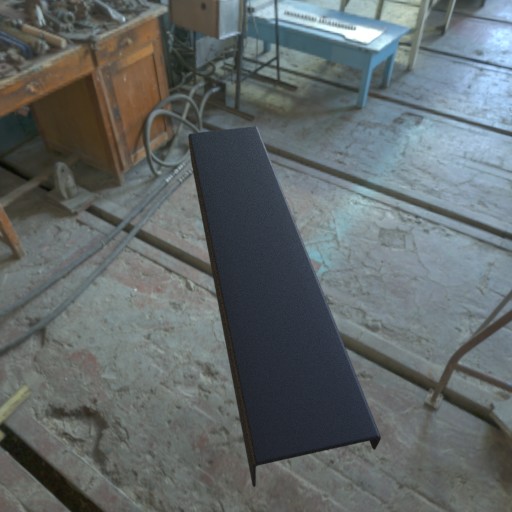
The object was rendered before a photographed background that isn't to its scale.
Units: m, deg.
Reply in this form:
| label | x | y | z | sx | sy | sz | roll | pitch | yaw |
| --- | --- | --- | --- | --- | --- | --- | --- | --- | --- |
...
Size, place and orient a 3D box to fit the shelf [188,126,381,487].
| label | x | y | z | sx | sy | sz | roll | pitch | yaw |
| --- | --- | --- | --- | --- | --- | --- | --- | --- | --- |
| shelf | 0.000 | 0.000 | 0.501 | 0.102 | 0.053 | 0.456 | -9 | 48 | -8 |
